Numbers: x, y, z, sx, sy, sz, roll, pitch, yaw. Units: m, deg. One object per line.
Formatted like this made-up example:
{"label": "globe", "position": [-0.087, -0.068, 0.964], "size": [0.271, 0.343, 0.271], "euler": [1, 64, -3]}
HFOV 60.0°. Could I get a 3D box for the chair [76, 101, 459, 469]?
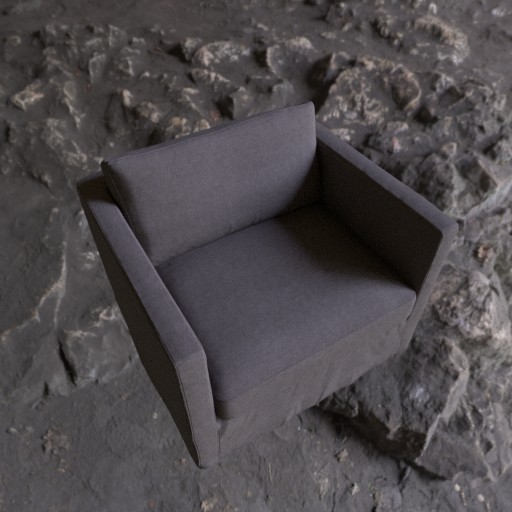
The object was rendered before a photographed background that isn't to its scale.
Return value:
{"label": "chair", "position": [0.000, 0.000, 1.730], "size": [1.057, 0.863, 0.949], "euler": [-23, 50, -21]}
